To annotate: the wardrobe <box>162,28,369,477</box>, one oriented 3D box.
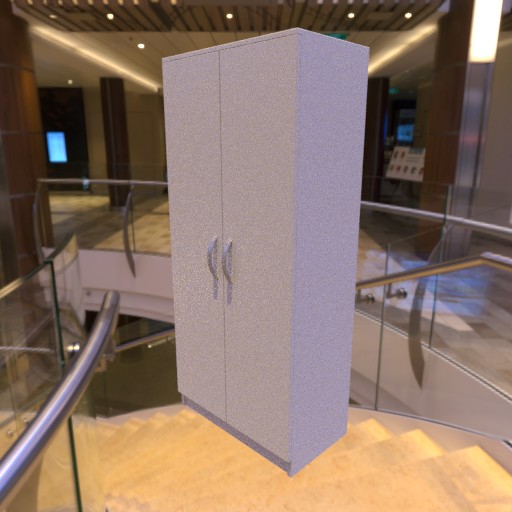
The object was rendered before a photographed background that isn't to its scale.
[{"bbox_3d":[0.000,0.000,2.007,0.760,1.700,0.470,14,20,43],"label":"wardrobe"}]
